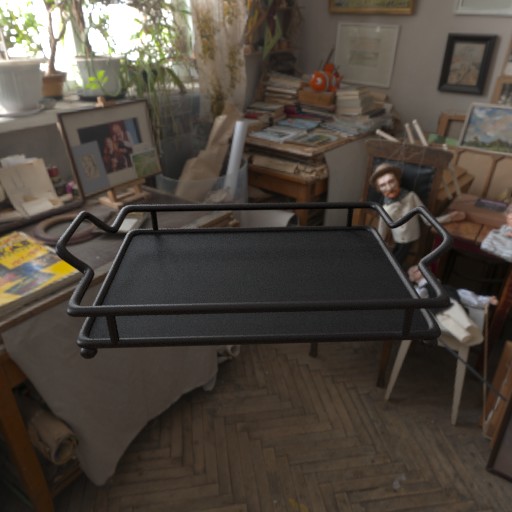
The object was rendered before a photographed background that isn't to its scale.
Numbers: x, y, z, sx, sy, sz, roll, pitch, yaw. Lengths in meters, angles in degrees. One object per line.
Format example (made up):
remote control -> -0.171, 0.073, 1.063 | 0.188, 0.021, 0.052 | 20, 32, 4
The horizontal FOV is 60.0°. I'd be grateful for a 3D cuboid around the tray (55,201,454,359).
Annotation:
tray -> 0.000, 0.000, 0.613 | 0.495, 0.101, 0.297 | -1, 29, -2
